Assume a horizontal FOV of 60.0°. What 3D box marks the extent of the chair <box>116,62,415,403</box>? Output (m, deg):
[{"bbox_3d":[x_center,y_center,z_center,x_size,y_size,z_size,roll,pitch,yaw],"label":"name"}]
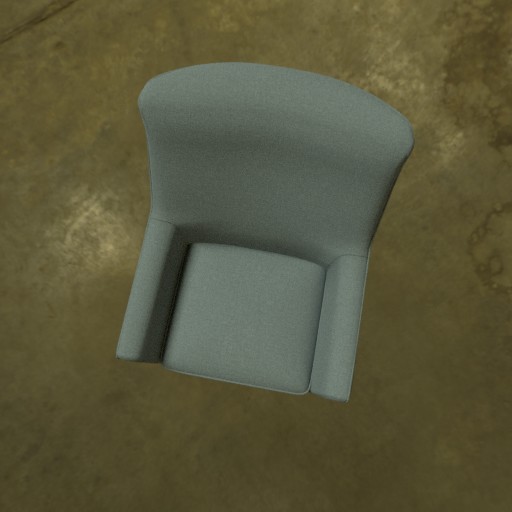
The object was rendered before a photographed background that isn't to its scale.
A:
[{"bbox_3d":[0.000,0.000,1.548,0.756,0.916,0.879,10,76,3],"label":"chair"}]
